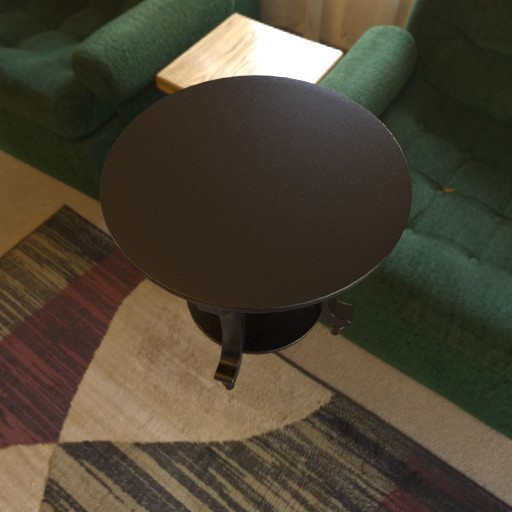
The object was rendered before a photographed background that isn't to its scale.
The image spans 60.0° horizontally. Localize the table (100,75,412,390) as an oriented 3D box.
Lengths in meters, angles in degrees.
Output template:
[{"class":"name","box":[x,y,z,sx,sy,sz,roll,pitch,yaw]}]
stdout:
[{"class":"table","box":[0.000,0.000,1.119,0.597,0.618,0.597,0,57,0]}]
